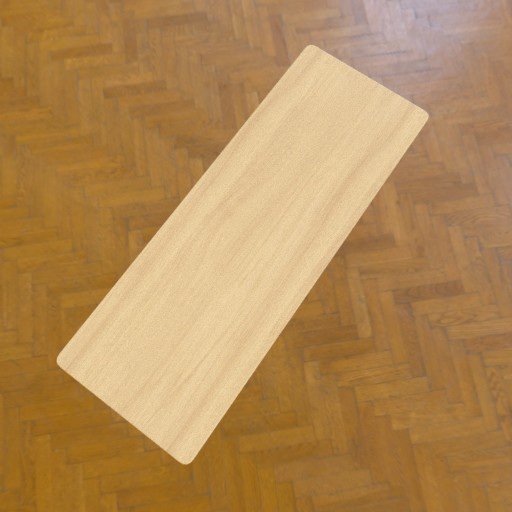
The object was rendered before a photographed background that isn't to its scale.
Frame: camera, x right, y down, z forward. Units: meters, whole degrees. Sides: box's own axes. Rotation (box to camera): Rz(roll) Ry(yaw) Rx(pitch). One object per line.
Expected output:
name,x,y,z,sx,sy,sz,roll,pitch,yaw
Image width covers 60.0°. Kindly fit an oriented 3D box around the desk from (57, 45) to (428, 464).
desk,0.000,0.000,1.917,0.550,0.755,1.500,35,78,8
